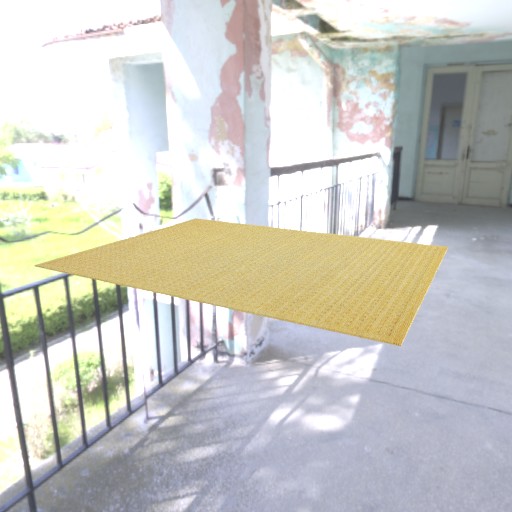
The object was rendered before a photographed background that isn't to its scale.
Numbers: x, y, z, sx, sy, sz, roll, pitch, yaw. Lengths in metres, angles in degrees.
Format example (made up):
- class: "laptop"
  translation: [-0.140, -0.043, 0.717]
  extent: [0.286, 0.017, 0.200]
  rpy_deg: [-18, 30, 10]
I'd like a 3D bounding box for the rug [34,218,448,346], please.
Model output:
- class: "rug"
  translation: [0.000, 0.000, 4.345]
  extent: [3.242, 0.015, 2.486]
  rpy_deg: [8, 18, 27]
